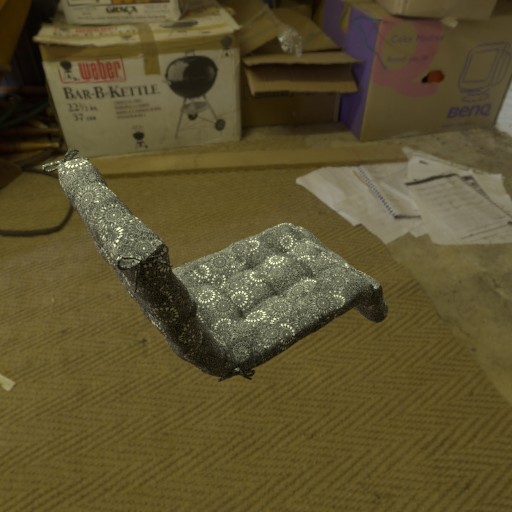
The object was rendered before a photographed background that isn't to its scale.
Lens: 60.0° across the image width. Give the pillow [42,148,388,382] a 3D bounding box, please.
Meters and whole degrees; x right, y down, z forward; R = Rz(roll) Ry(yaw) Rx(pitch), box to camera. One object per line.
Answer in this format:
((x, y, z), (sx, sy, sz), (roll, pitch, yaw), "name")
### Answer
((0.000, 0.000, 1.479), (1.016, 0.863, 0.526), (-26, 47, -27), "pillow")
